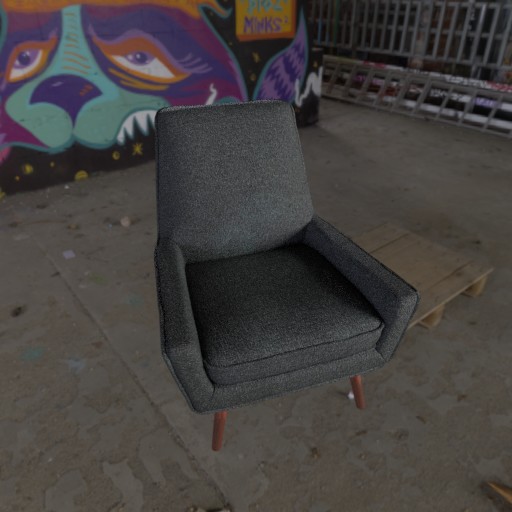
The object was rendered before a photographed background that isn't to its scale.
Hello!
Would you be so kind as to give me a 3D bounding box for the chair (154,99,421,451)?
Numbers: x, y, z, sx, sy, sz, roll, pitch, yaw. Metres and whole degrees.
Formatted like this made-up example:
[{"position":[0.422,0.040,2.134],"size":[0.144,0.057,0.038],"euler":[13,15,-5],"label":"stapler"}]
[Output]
[{"position":[0.000,0.000,1.541],"size":[0.763,0.883,0.859],"euler":[-10,33,-16],"label":"chair"}]
